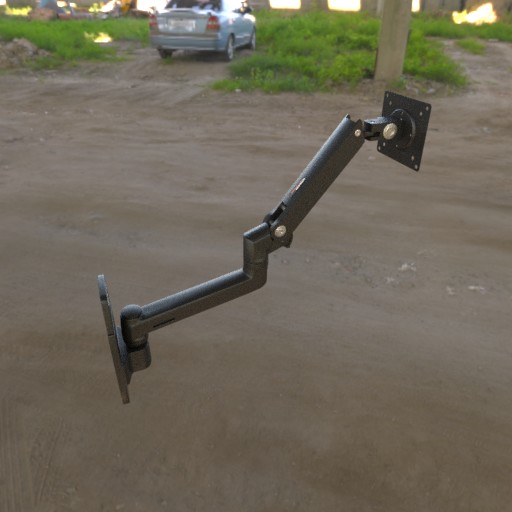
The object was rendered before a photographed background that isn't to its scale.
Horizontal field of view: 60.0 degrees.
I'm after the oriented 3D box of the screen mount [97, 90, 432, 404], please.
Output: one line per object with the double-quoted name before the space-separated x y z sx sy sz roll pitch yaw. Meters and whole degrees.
"screen mount" 0.000 0.000 0.726 0.495 0.466 0.115 -11 33 -17
